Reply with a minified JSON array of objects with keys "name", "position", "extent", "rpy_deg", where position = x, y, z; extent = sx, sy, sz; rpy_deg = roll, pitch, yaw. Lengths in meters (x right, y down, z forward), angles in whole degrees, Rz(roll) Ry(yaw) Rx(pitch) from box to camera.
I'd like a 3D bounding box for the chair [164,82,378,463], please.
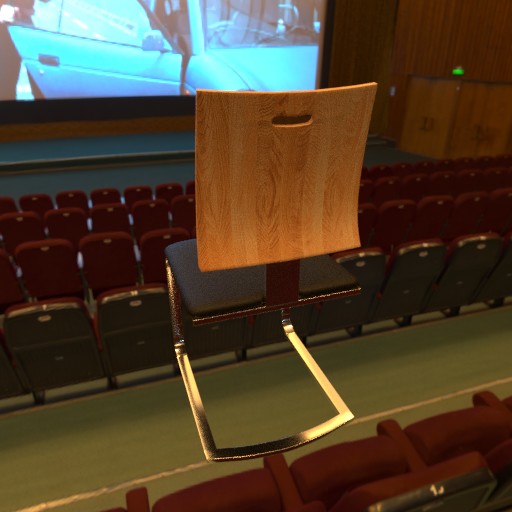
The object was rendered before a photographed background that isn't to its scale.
[{"name":"chair","position":[0.000,0.000,1.245],"extent":[0.462,0.936,0.560],"rpy_deg":[-9,28,-17]}]
